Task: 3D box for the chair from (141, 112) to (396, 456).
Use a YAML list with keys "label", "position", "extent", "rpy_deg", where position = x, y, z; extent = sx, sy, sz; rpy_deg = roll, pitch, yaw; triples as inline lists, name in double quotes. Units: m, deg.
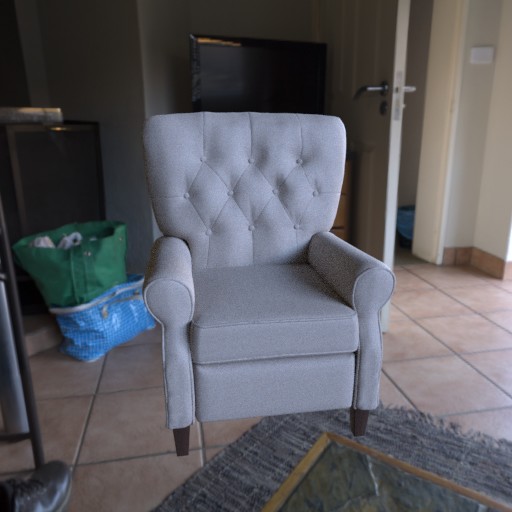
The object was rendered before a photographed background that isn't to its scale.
- label: "chair"
  position: [0.000, 0.000, 1.914]
  extent: [0.942, 1.209, 1.025]
  rpy_deg: [-2, 16, -9]
